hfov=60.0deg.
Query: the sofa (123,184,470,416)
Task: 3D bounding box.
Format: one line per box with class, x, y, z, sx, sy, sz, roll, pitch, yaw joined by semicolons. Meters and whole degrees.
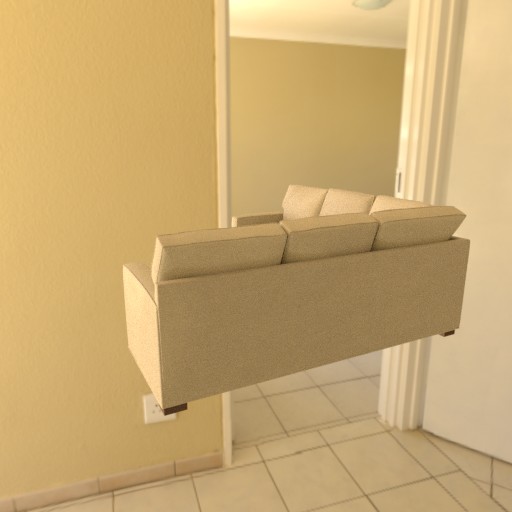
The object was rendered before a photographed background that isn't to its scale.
sofa;0.000;0.000;3.535;2.189;0.939;2.182;-7;16;-26
